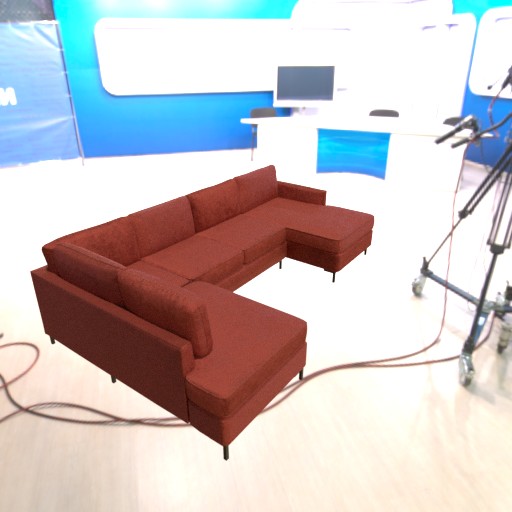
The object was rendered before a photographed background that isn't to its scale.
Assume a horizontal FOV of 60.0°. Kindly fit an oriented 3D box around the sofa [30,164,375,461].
[{"bbox_3d":[0.000,0.000,4.344,2.055,0.992,3.434,17,31,32],"label":"sofa"}]
